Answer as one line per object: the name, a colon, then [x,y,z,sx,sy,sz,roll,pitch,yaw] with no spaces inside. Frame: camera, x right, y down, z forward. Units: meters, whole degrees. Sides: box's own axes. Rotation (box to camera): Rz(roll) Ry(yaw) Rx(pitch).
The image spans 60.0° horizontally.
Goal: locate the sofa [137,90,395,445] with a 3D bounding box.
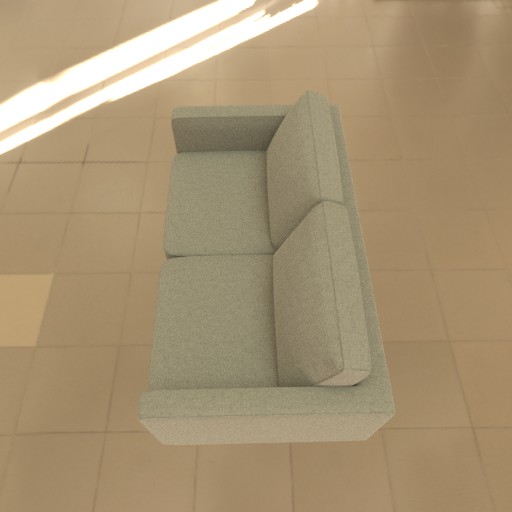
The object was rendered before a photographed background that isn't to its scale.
sofa: [0.000,0.000,2.309,1.000,0.900,1.731,-1,58,-1]
